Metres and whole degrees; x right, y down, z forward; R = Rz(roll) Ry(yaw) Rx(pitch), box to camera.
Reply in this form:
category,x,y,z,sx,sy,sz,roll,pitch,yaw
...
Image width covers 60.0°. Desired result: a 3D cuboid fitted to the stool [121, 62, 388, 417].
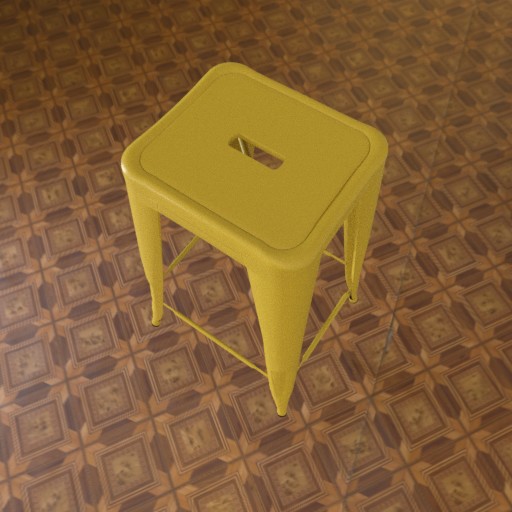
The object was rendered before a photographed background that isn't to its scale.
category,x,y,z,sx,sy,sz,roll,pitch,yaw
stool,0.000,0.000,0.853,0.399,0.609,0.359,31,67,15
